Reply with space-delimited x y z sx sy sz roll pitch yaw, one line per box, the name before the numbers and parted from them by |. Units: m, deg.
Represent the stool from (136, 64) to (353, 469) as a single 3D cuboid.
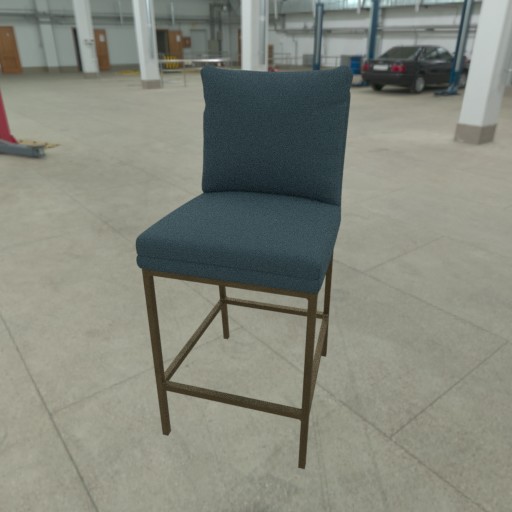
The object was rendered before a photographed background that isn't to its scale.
stool | 0.000 0.000 1.318 0.463 1.032 0.568 7 27 15
